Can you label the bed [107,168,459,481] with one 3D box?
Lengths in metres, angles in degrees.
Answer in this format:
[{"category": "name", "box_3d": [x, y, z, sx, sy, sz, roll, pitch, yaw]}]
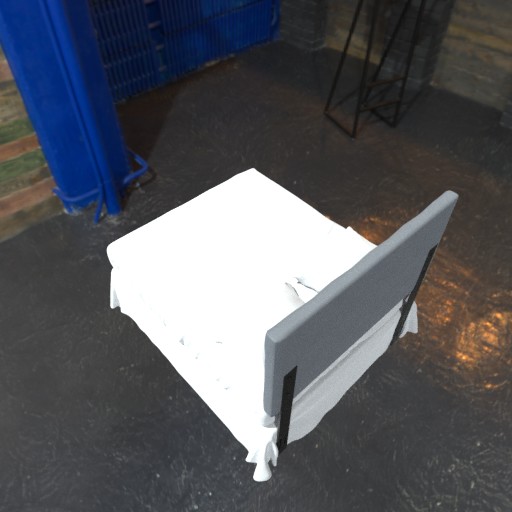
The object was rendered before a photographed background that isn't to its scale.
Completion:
[{"category": "bed", "box_3d": [0.000, 0.000, 3.507, 1.936, 1.577, 2.222, -33, 55, -28]}]
